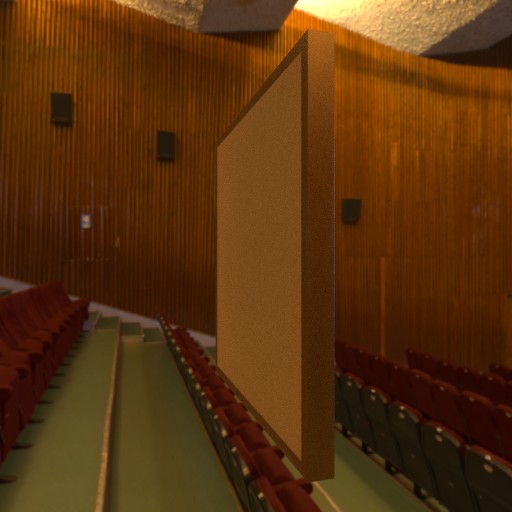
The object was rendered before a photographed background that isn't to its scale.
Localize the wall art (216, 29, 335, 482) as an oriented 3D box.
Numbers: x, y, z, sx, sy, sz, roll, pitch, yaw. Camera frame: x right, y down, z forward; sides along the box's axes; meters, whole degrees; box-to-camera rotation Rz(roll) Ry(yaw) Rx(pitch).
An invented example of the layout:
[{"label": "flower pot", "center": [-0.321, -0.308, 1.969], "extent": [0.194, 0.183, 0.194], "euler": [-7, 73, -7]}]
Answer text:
[{"label": "wall art", "center": [0.000, 0.000, 0.745], "extent": [0.033, 0.509, 0.510], "euler": [0, 0, -17]}]
